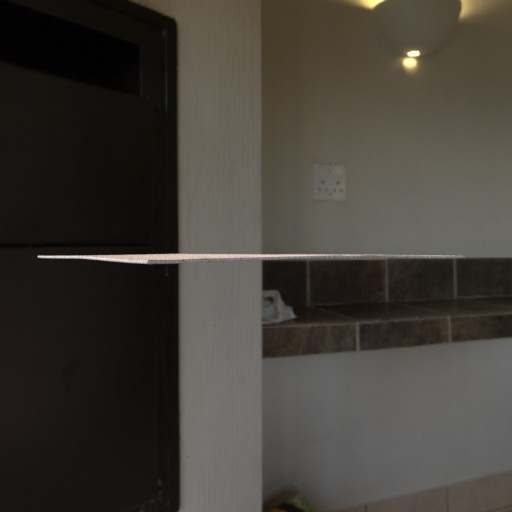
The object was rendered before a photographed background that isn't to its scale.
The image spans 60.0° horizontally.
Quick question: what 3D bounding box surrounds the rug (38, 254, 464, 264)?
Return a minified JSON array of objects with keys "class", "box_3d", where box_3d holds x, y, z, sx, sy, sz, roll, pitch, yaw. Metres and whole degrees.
[{"class":"rug","box_3d":[0.000,0.000,2.880,2.264,0.030,1.624,0,1,-38]}]
